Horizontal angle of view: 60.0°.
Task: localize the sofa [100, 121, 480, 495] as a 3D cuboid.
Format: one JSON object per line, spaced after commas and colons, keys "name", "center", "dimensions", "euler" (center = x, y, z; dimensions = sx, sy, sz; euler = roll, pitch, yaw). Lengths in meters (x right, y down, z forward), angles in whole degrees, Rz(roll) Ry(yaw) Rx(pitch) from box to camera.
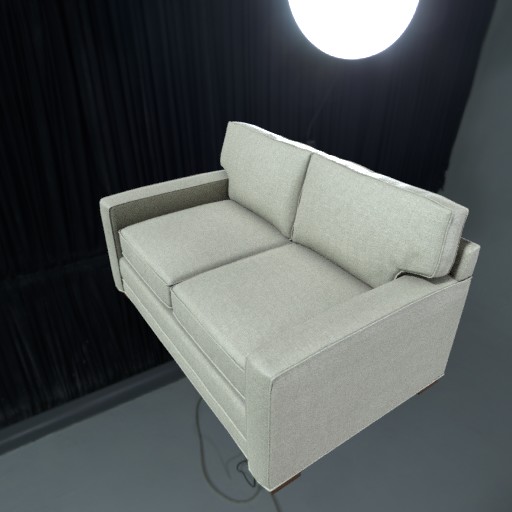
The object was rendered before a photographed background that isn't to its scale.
{"name": "sofa", "center": [0.000, 0.000, 1.992], "dimensions": [0.940, 0.853, 1.484], "euler": [-19, 36, -29]}
